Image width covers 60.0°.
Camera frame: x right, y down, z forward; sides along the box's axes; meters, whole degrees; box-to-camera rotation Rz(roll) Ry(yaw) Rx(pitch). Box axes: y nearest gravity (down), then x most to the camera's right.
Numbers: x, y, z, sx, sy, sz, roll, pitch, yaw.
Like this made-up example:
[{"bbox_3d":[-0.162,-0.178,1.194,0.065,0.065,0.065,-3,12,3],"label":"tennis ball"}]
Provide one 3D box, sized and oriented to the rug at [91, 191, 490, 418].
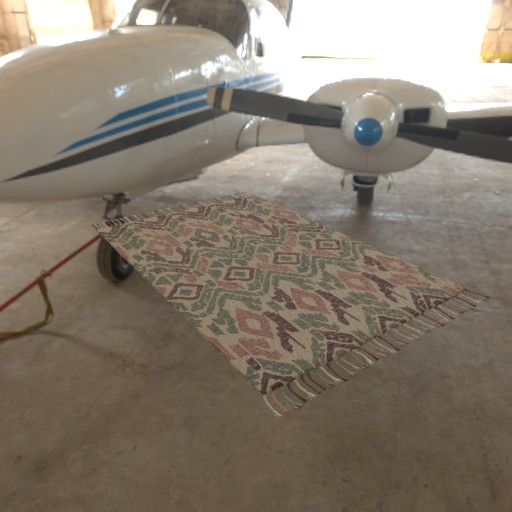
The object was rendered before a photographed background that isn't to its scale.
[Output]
[{"bbox_3d":[0.000,0.000,2.981,1.524,0.011,2.438,-17,31,-31],"label":"rug"}]
